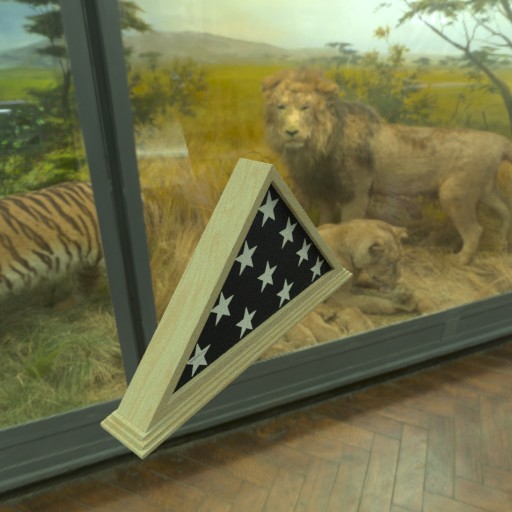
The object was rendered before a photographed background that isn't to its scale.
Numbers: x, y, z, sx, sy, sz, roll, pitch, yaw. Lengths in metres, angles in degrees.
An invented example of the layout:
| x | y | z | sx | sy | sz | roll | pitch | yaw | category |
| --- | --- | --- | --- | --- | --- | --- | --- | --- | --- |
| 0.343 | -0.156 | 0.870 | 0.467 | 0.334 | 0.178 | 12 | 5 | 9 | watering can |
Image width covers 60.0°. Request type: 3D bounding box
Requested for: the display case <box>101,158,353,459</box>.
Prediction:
| x | y | z | sx | sy | sz | roll | pitch | yaw | category |
| --- | --- | --- | --- | --- | --- | --- | --- | --- | --- |
| 0.000 | 0.000 | 0.785 | 0.095 | 0.340 | 0.640 | 19 | 33 | 33 | display case |
